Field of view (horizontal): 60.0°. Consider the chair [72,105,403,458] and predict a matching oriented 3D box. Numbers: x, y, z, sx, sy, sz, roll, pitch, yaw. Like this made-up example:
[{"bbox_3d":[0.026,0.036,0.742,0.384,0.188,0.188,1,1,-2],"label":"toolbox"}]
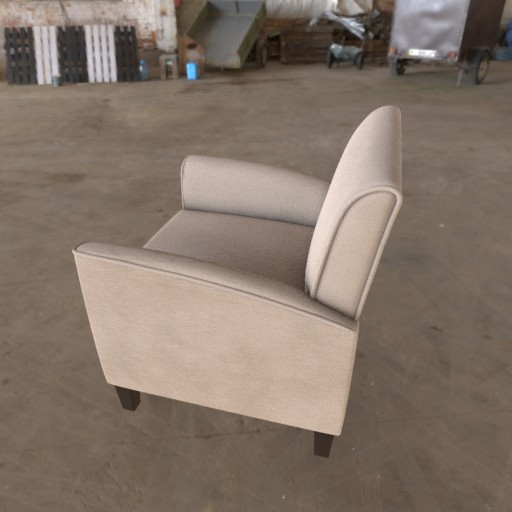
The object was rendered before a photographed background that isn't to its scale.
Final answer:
[{"bbox_3d":[0.000,0.000,1.511,0.821,0.915,0.820,8,33,13],"label":"chair"}]
